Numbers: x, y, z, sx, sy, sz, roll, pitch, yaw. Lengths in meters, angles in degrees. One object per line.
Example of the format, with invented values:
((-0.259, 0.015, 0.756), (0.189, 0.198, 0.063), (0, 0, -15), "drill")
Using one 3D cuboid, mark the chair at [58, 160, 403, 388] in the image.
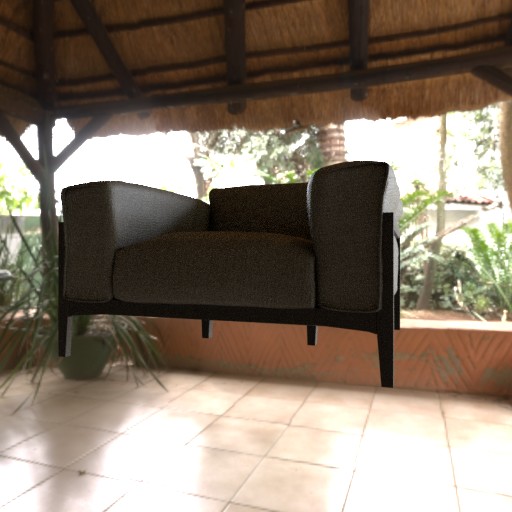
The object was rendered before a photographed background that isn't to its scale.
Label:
((0.000, 0.000, 1.691), (1.056, 0.646, 0.969), (0, 0, 19), "chair")
